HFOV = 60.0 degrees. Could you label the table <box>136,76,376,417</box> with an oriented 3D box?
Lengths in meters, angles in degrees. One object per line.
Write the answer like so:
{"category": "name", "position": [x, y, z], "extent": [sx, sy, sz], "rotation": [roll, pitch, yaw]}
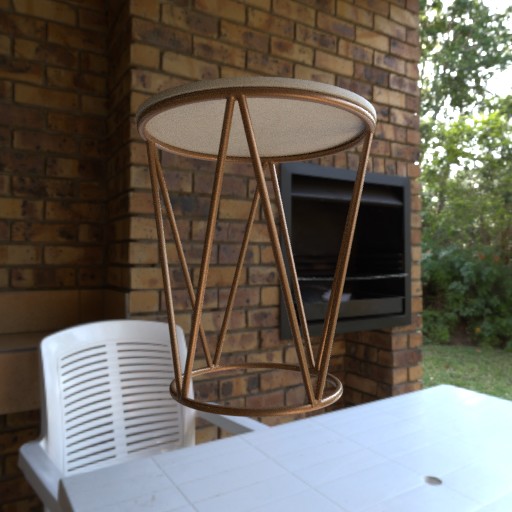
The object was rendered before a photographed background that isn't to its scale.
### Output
{"category": "table", "position": [0.000, 0.000, 0.950], "extent": [0.500, 0.564, 0.500], "rotation": [0, -1, 0]}
